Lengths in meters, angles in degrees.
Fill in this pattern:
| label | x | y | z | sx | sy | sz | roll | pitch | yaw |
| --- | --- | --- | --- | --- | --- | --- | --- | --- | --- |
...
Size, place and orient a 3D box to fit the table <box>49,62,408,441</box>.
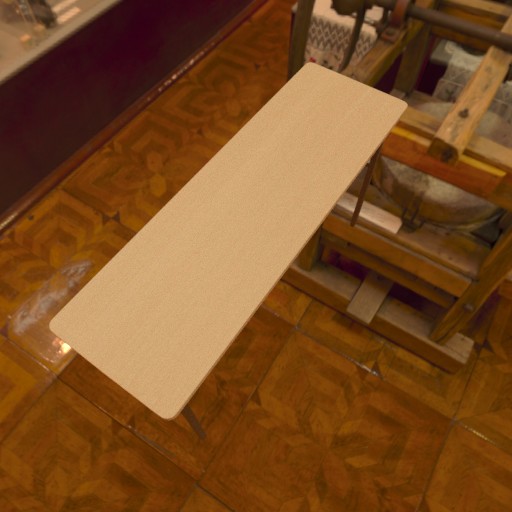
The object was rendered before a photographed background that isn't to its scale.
| label | x | y | z | sx | sy | sz | roll | pitch | yaw |
| --- | --- | --- | --- | --- | --- | --- | --- | --- | --- |
| table | 0.000 | 0.000 | 1.767 | 0.446 | 0.750 | 1.397 | 31 | 64 | 17 |
